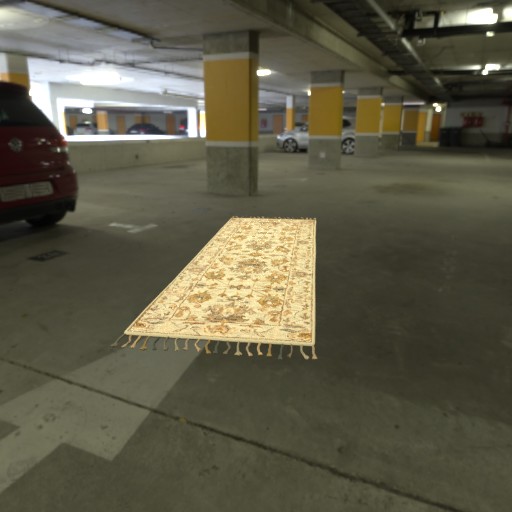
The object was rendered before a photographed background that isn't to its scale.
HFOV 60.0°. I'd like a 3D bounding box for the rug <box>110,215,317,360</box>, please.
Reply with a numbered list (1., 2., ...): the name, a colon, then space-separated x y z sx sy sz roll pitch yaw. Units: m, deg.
1. rug: 0.000 0.000 2.680 0.729 0.021 2.438 2 16 7
